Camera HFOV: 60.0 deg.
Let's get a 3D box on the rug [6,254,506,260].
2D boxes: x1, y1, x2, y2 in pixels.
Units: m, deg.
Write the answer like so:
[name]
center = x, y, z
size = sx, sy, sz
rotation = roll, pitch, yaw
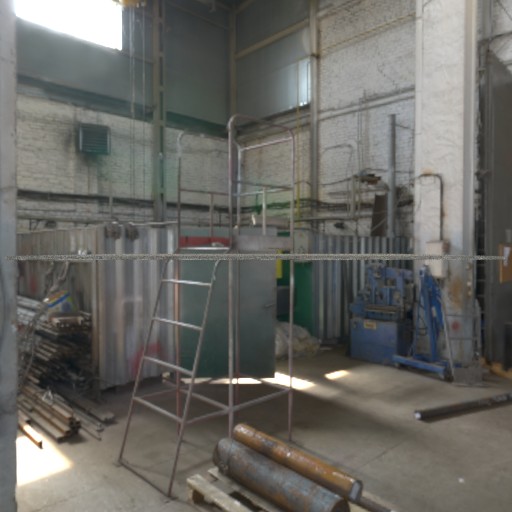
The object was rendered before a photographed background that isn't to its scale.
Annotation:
[rug]
center = 0.000, 0.000, 2.216
size = 1.819, 0.012, 1.208
rotation = 0, 1, 1
